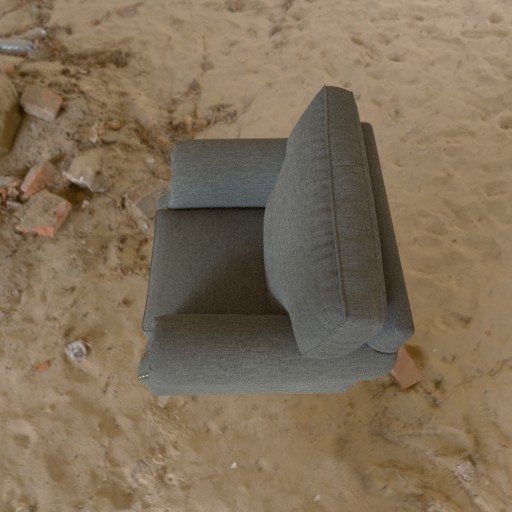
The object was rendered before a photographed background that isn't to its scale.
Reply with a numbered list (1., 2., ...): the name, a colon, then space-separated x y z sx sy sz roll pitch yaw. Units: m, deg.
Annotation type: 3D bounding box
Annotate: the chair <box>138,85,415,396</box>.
1. chair: 0.000 0.000 1.830 0.965 0.961 1.092 -1 60 0
